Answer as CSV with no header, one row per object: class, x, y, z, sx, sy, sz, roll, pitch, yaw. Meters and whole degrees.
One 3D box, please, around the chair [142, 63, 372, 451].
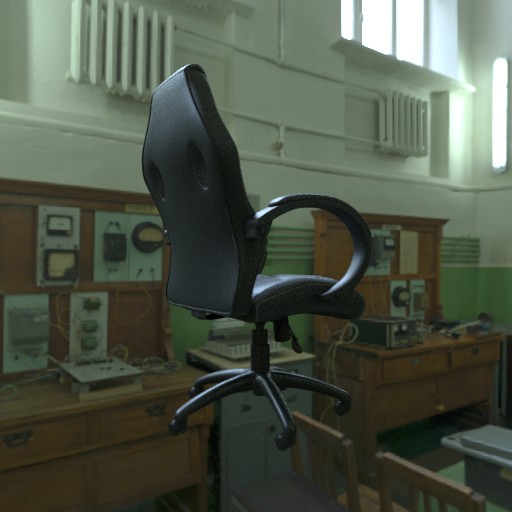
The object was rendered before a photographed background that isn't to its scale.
chair,0.000,0.000,1.645,0.724,1.187,0.673,0,-1,-35
